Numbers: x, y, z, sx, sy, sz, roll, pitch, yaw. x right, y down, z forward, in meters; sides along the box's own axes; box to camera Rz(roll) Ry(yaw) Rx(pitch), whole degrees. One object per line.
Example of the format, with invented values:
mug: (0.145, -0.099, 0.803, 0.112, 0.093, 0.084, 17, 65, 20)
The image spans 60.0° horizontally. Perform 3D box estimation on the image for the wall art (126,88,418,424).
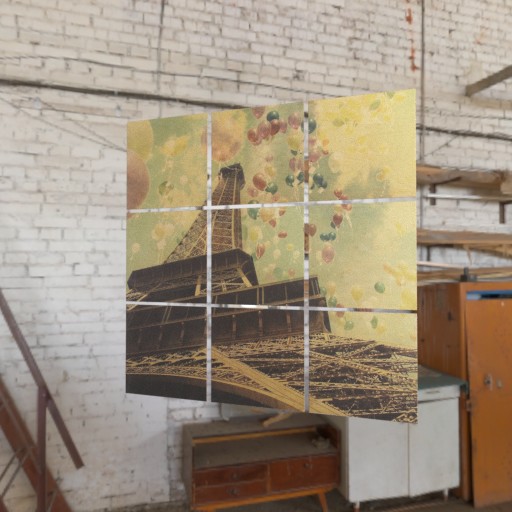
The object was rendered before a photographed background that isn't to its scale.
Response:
wall art: (0.000, 0.000, 2.226, 1.517, 1.505, 0.002, 0, -1, 18)
